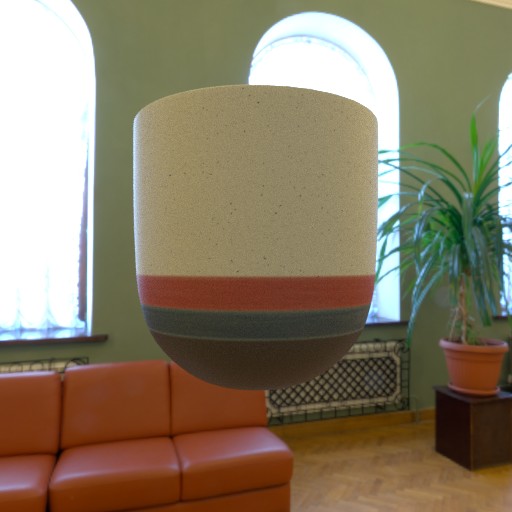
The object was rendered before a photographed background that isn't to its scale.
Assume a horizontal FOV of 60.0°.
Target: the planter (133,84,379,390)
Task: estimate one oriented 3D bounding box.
[{"bbox_3d":[0.000,0.000,0.380,0.204,0.214,0.204,0,-1,0],"label":"planter"}]
